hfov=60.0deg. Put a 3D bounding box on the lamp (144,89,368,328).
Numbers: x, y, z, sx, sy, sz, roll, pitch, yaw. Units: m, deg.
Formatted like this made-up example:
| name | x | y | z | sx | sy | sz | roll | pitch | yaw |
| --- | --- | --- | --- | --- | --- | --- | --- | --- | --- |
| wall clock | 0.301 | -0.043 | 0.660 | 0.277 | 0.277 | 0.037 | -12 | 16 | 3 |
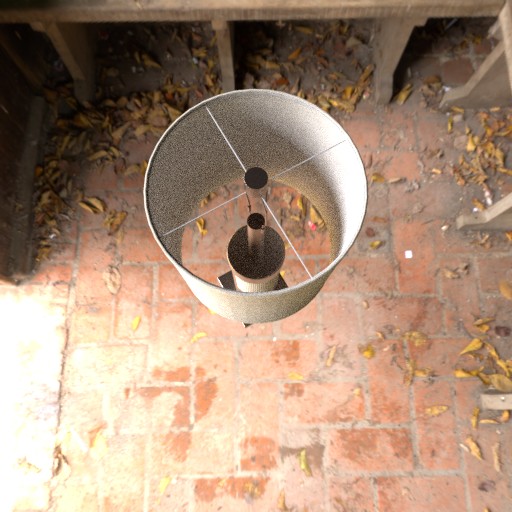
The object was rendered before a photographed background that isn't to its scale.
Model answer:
| name | x | y | z | sx | sy | sz | roll | pitch | yaw |
| --- | --- | --- | --- | --- | --- | --- | --- | --- | --- |
| lamp | 0.000 | 0.000 | 0.629 | 0.202 | 0.509 | 0.202 | -29 | 77 | -8 |
